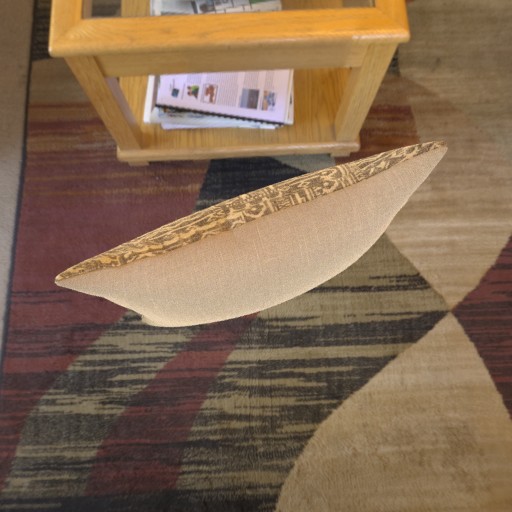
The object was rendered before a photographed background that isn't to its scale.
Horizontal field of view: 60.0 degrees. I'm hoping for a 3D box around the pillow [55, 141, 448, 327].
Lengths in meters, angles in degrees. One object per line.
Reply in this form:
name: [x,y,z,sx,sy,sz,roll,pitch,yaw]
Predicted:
pillow: [0.000,0.000,0.796,0.546,0.487,0.180,-20,77,-5]
